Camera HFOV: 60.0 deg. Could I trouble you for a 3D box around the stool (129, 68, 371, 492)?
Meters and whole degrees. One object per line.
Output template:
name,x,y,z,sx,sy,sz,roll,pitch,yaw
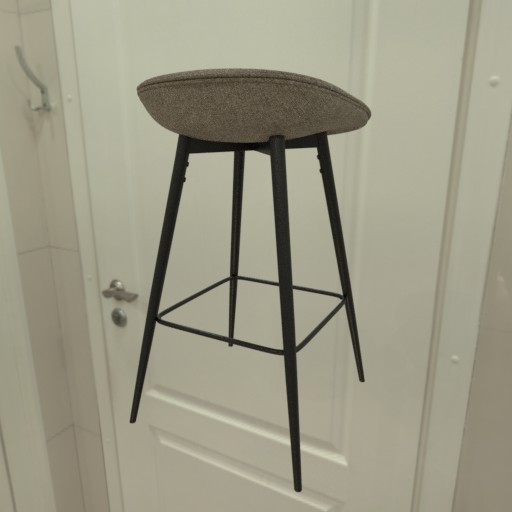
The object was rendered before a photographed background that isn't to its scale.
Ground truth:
stool,0.000,0.000,1.095,0.469,0.814,0.480,9,18,28
